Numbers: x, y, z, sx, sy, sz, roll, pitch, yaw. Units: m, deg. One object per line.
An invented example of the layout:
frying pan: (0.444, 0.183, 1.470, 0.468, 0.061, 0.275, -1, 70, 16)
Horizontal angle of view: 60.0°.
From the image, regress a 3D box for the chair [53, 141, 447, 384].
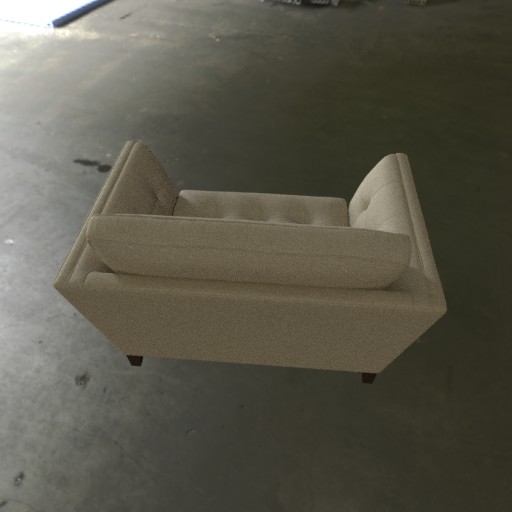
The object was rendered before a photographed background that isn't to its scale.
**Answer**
chair: (0.000, 0.000, 2.090, 1.397, 0.940, 0.965, 3, 46, 3)
